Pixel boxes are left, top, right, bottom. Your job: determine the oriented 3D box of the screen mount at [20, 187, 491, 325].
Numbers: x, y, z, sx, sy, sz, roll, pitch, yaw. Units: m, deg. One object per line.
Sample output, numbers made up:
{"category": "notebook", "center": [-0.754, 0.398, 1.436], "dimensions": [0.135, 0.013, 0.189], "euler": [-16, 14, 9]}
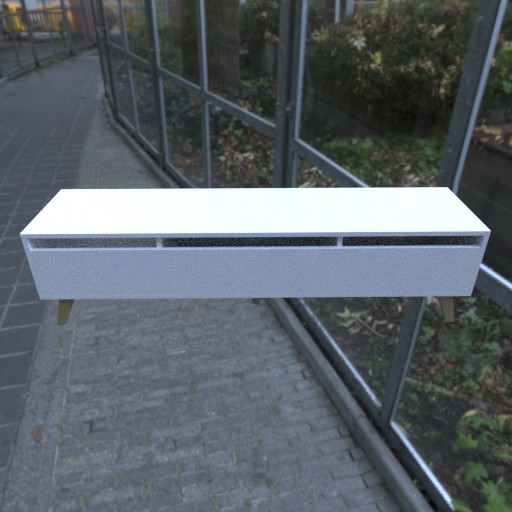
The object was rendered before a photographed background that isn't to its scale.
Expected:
{"category": "screen mount", "center": [0.000, 0.000, 1.828], "dimensions": [1.644, 0.432, 0.399], "euler": [0, 31, -1]}
